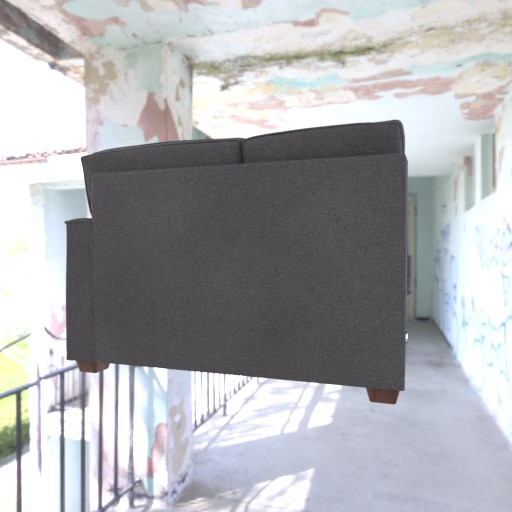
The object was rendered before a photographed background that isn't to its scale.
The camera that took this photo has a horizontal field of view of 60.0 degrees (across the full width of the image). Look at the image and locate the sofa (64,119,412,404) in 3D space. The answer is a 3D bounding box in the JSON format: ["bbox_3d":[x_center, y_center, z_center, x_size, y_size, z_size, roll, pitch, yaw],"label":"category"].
[{"bbox_3d":[0.000,0.000,2.095,1.388,0.989,0.991,0,1,18],"label":"sofa"}]
